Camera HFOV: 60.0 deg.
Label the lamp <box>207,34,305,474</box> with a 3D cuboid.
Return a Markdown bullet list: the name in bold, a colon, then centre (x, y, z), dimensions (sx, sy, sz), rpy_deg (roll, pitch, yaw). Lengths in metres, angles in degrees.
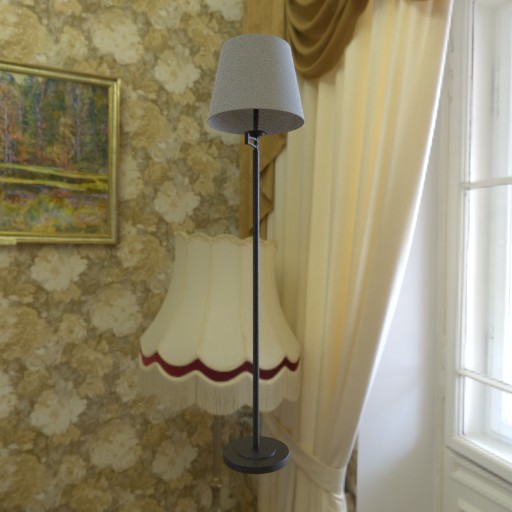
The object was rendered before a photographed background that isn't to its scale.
- **lamp**: centre (0.000, 0.000, 1.603), dimensions (0.348, 1.473, 0.348), rpy_deg (0, 2, 18)
